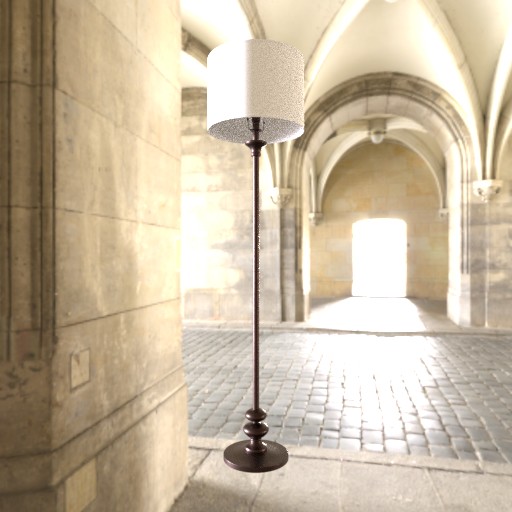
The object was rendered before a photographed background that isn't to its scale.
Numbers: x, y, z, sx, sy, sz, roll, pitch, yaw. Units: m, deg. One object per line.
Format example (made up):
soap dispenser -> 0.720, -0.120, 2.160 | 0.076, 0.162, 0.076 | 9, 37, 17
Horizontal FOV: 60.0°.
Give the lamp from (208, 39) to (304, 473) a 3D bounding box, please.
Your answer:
lamp -> 0.000, 0.000, 1.641 | 0.356, 1.487, 0.356 | 0, 0, -36
